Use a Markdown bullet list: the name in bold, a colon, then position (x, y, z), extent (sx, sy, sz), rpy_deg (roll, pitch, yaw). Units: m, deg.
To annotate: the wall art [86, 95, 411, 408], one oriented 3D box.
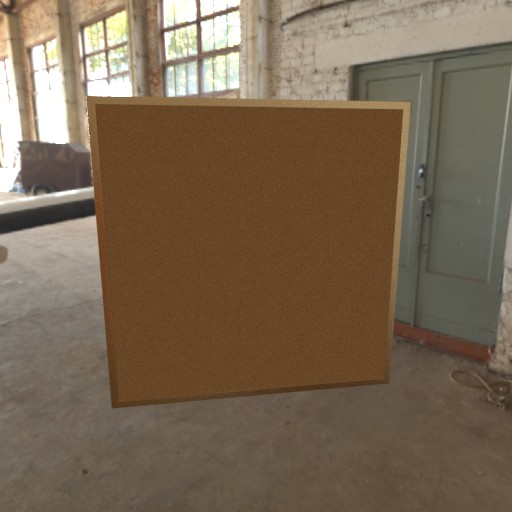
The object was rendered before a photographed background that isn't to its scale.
- **wall art**: position (0.000, 0.000, 0.763), extent (0.509, 0.509, 0.040), rpy_deg (-2, 13, -9)
